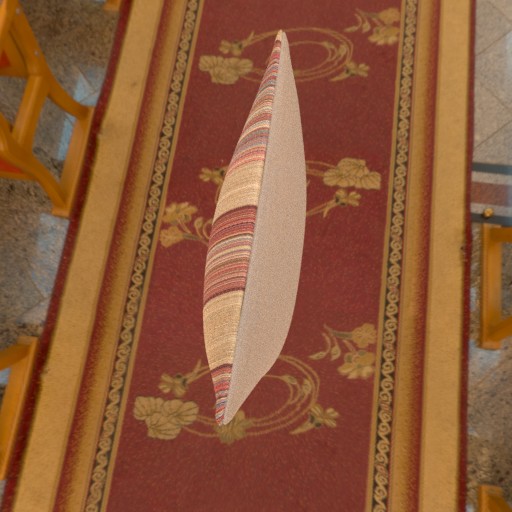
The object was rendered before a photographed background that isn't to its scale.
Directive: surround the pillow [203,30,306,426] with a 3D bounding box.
[{"bbox_3d":[0.000,0.000,0.648,0.136,0.419,0.437,8,75,2],"label":"pillow"}]
